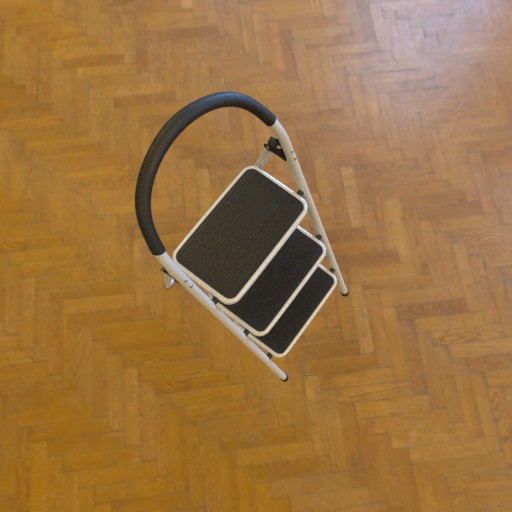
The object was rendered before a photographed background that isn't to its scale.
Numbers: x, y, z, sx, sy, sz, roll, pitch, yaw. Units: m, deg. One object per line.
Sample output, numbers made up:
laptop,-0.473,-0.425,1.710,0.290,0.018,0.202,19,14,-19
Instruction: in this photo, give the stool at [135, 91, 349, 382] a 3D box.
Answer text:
stool,0.000,0.000,1.437,0.676,1.109,0.485,36,77,10
